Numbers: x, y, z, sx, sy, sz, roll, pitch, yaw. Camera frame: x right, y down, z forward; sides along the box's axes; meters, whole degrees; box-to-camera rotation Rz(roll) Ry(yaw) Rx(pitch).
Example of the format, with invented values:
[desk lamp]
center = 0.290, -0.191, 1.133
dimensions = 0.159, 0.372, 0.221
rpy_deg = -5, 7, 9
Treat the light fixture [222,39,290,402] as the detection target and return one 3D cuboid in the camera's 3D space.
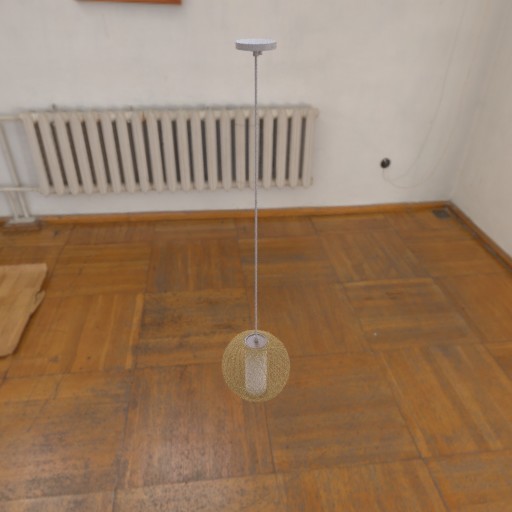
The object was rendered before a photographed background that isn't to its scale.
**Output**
[light fixture]
center = 0.000, 0.000, 2.228
dimensions = 0.407, 1.955, 0.406
rpy_deg = 23, 39, 32
